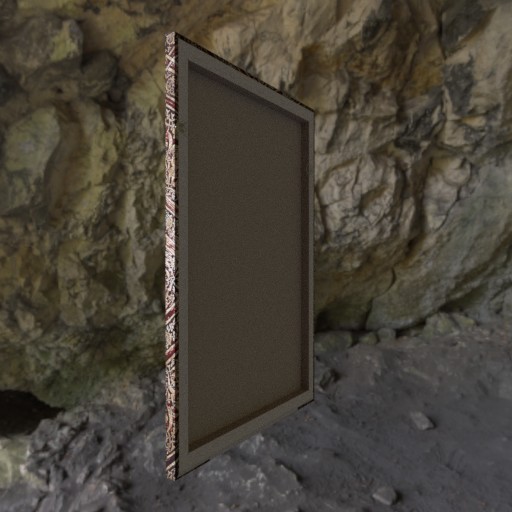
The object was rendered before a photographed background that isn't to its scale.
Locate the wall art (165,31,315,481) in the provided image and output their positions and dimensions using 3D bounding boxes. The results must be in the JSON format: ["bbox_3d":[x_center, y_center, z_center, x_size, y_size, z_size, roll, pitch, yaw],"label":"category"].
[{"bbox_3d":[0.000,0.000,0.756,0.020,0.599,0.397,0,0,35],"label":"wall art"}]
